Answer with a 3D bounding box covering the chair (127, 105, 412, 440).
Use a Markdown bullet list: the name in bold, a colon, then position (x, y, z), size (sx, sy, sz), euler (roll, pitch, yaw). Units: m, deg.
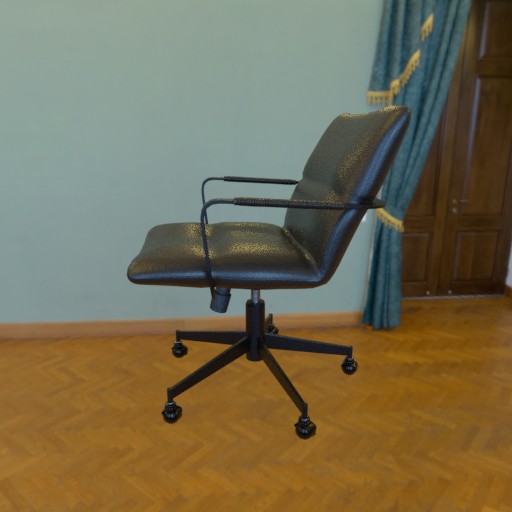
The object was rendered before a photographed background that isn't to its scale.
- **chair**: position (0.000, 0.000, 1.463), size (0.748, 0.922, 0.719), euler (-2, 15, -6)
